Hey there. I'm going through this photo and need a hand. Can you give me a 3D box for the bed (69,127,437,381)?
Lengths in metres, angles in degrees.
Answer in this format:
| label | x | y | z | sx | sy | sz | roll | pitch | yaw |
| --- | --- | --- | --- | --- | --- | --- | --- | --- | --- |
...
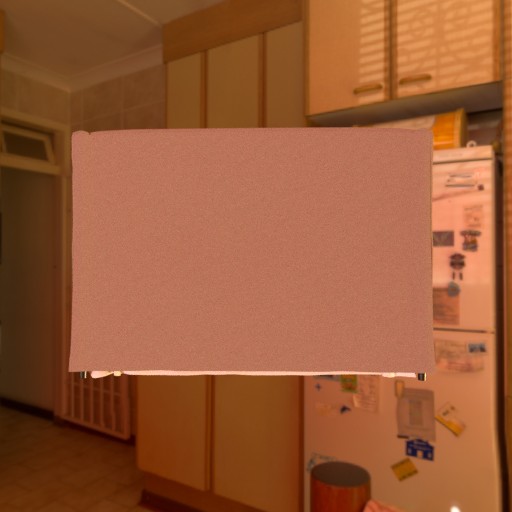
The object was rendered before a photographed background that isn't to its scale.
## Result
| label | x | y | z | sx | sy | sz | roll | pitch | yaw |
| --- | --- | --- | --- | --- | --- | --- | --- | --- | --- |
| bed | 0.000 | 0.000 | 3.432 | 1.925 | 1.332 | 2.276 | 0 | -1 | 1 |
